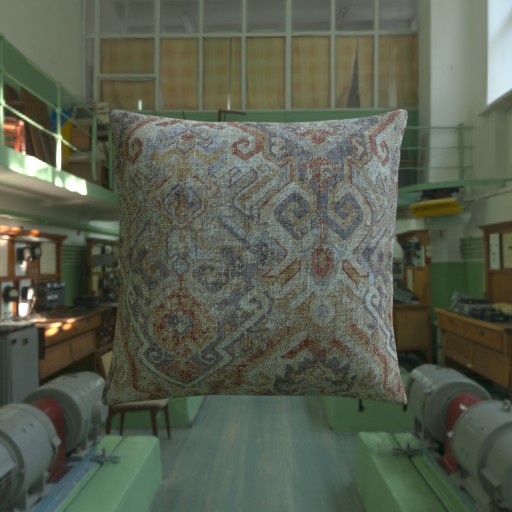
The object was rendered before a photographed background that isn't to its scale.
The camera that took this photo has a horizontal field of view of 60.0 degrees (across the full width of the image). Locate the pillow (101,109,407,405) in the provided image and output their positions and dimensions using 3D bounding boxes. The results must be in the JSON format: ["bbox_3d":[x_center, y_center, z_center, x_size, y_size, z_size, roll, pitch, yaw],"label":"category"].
[{"bbox_3d":[0.000,0.000,0.760,0.523,0.506,0.166,0,0,0],"label":"pillow"}]
